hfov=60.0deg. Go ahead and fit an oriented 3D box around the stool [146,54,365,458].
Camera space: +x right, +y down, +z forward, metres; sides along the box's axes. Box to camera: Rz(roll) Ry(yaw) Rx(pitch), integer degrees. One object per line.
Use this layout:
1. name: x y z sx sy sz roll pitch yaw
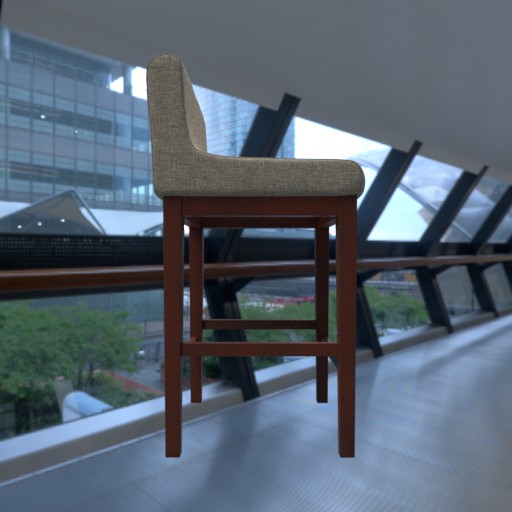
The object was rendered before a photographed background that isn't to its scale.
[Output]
1. stool: 0.000 0.000 1.102 0.459 0.835 0.417 0 -1 0
